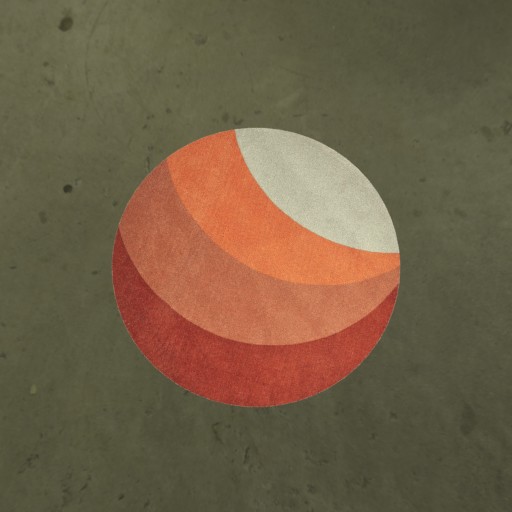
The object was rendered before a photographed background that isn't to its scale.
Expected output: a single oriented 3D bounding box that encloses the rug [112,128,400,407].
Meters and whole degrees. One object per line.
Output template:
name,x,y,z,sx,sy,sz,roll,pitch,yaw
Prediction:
rug,0.000,0.000,2.337,1.514,0.015,1.514,0,75,0
